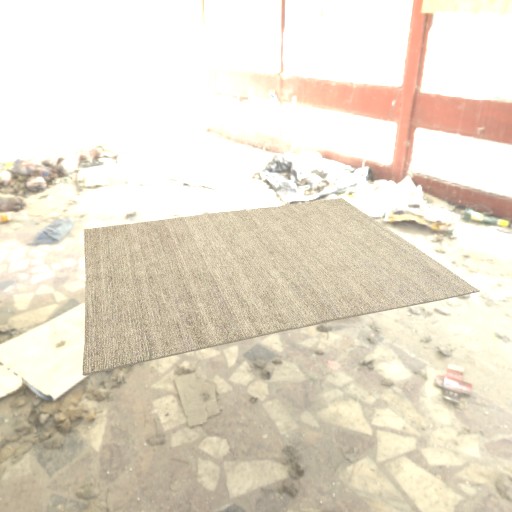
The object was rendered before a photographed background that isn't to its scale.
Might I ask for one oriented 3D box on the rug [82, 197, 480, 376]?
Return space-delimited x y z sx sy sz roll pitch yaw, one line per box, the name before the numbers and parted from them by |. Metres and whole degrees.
rug | 0.000 0.000 4.313 3.202 0.045 2.434 -9 29 -16
